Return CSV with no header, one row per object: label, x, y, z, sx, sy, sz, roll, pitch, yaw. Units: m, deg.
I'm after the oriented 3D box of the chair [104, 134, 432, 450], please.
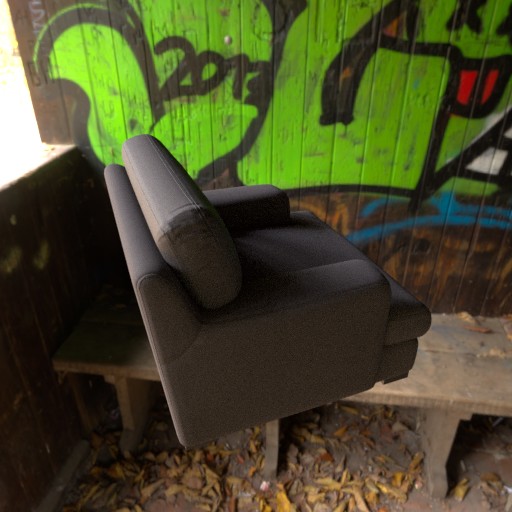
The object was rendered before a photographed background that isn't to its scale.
chair,0.000,0.000,1.997,1.143,0.940,1.168,-11,31,-18
